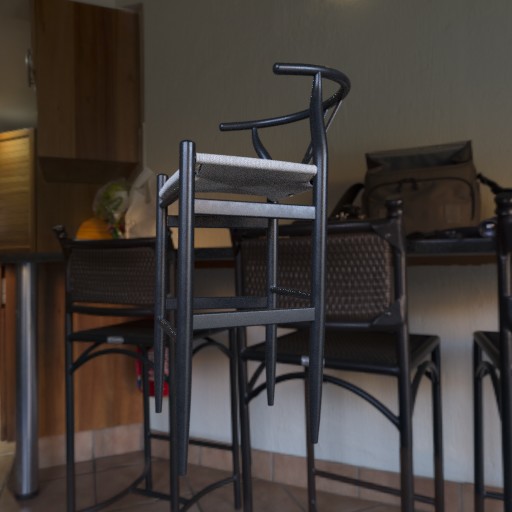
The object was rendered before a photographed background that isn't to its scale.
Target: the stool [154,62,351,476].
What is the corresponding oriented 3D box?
[{"bbox_3d":[0.000,0.000,1.399,0.579,1.072,0.569,0,0,-19],"label":"stool"}]
